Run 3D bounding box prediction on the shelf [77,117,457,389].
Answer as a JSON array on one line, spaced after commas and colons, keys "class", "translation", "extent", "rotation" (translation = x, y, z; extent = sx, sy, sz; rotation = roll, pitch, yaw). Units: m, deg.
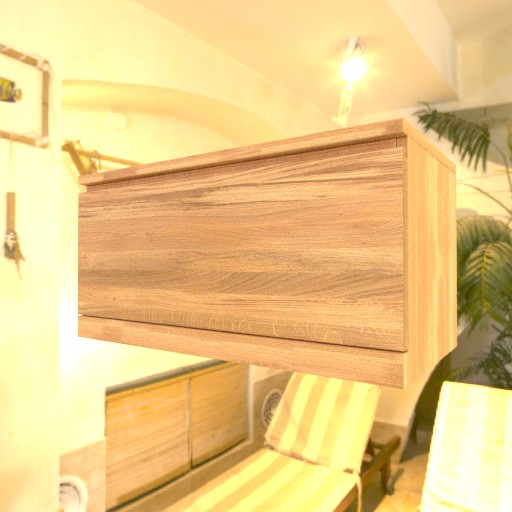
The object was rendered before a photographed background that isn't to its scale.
[{"class": "shelf", "translation": [0.000, 0.000, 1.039], "extent": [0.800, 0.400, 0.400], "rotation": [0, -1, 34]}]
